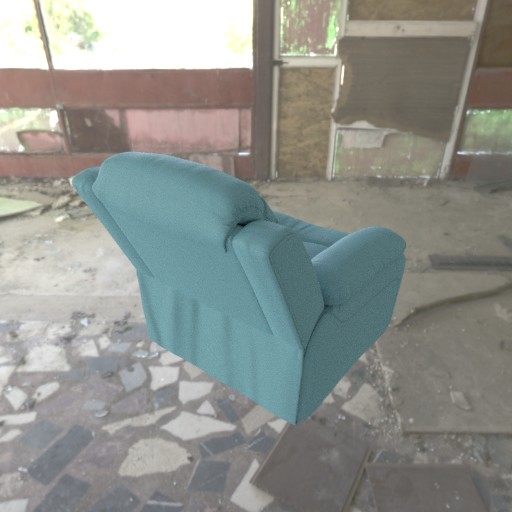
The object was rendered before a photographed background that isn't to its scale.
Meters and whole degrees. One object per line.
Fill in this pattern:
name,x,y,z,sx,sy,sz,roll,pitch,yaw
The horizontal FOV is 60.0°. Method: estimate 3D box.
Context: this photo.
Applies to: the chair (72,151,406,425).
chair,0.000,0.000,1.272,0.680,0.702,0.709,21,36,32
